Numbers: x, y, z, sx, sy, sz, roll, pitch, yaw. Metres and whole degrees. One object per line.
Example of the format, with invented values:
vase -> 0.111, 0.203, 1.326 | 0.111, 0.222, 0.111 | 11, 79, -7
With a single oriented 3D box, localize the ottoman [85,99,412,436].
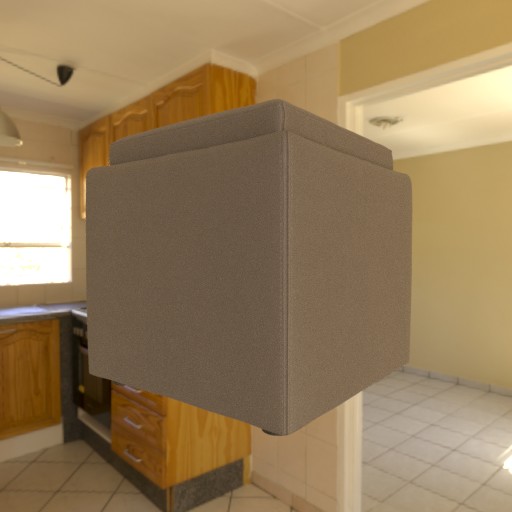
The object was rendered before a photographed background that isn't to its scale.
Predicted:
ottoman -> 0.000, 0.000, 0.832 | 0.451, 0.460, 0.450 | 1, 2, 38
